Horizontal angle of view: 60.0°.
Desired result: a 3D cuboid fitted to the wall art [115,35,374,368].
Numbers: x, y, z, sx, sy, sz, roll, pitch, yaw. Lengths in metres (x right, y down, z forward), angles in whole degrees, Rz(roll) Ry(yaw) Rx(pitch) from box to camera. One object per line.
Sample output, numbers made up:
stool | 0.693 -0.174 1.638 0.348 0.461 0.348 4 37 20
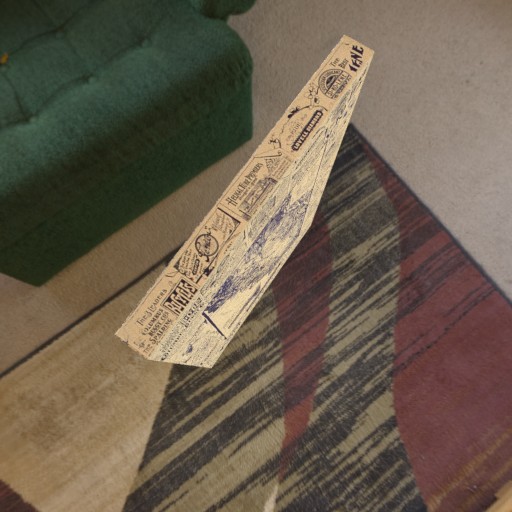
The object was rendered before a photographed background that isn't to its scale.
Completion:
wall art | 0.000 0.000 0.744 0.040 0.601 0.408 34 78 8
